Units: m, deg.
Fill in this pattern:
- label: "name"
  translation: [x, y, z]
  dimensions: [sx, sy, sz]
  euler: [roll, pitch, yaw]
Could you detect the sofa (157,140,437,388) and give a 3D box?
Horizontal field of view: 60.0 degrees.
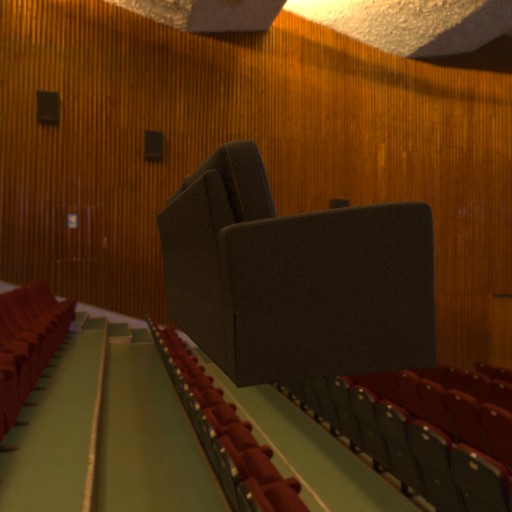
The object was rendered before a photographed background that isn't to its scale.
- label: "sofa"
  translation: [0.000, 0.000, 2.392]
  dimensions: [0.898, 0.839, 1.852]
  euler: [0, 0, -18]
